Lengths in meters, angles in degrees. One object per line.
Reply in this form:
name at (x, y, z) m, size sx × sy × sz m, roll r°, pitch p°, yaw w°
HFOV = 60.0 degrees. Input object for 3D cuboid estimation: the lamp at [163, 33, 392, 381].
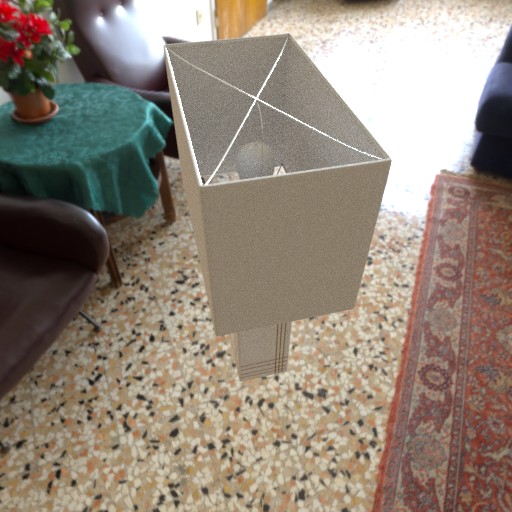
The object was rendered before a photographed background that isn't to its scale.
lamp at (0.000, 0.000, 0.702) m, size 0.182 × 0.543 × 0.334 m, roll -10°, pitch 46°, yaw -9°
